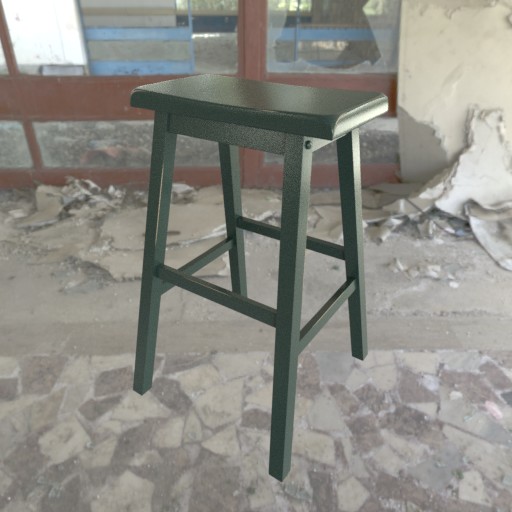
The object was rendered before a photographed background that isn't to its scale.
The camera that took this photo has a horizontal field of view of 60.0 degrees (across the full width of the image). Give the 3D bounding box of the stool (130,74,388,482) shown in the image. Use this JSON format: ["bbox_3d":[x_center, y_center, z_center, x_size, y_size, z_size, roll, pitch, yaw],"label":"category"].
[{"bbox_3d":[0.000,0.000,1.037,0.457,0.737,0.476,19,35,29],"label":"stool"}]
